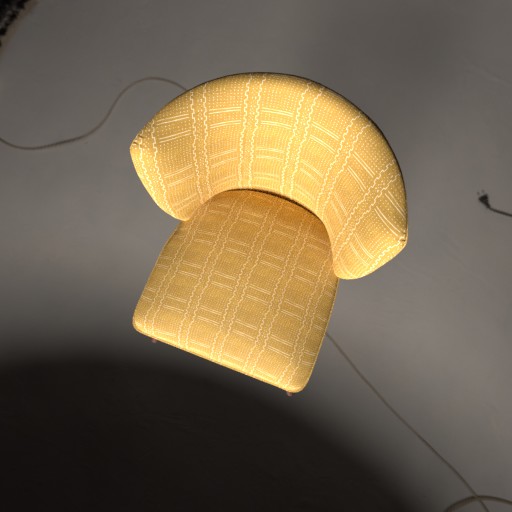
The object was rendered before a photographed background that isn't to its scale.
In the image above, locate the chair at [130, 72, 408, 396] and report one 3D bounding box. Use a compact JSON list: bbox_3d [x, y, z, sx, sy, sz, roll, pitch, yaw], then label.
[{"bbox_3d":[0.000,0.000,1.430,0.706,0.866,0.758,20,76,5],"label":"chair"}]
